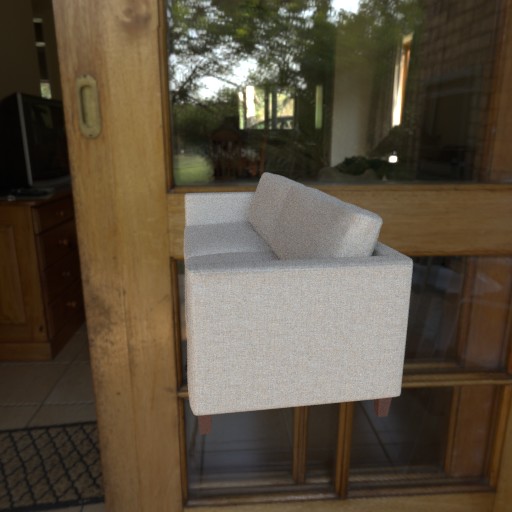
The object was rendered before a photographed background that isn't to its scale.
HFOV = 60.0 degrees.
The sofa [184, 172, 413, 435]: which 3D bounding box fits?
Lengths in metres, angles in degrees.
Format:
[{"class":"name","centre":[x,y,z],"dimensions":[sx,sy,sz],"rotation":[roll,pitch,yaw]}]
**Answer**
[{"class":"sofa","centre":[0.000,0.000,2.944],"dimensions":[0.951,0.965,2.434],"rotation":[-2,15,-9]}]
